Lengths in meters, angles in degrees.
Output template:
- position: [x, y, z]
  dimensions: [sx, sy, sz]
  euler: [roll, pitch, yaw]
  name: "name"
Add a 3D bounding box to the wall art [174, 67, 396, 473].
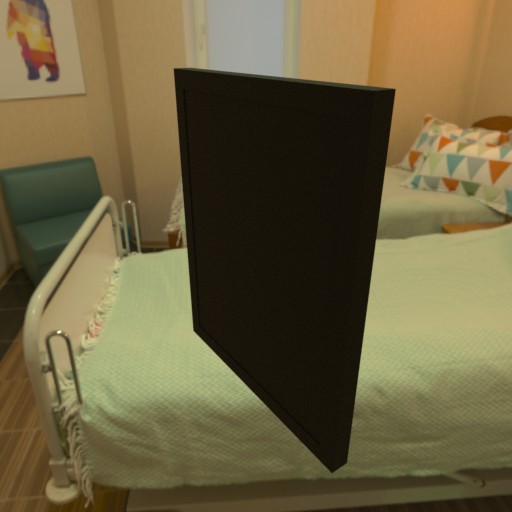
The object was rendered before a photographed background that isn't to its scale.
- position: [0.000, 0.000, 0.740]
  dimensions: [0.033, 0.559, 0.457]
  euler: [-17, 31, -31]
  name: "wall art"
